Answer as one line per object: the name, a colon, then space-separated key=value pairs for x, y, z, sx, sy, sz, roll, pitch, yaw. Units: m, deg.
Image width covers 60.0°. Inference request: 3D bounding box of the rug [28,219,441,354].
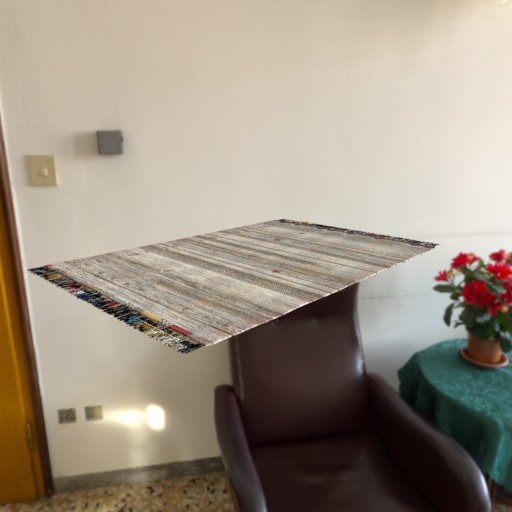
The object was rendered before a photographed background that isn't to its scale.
rug: x=0.000 y=0.000 z=2.295 sx=1.217 sy=0.012 sz=1.848 roll=14 pitch=21 yaw=42
